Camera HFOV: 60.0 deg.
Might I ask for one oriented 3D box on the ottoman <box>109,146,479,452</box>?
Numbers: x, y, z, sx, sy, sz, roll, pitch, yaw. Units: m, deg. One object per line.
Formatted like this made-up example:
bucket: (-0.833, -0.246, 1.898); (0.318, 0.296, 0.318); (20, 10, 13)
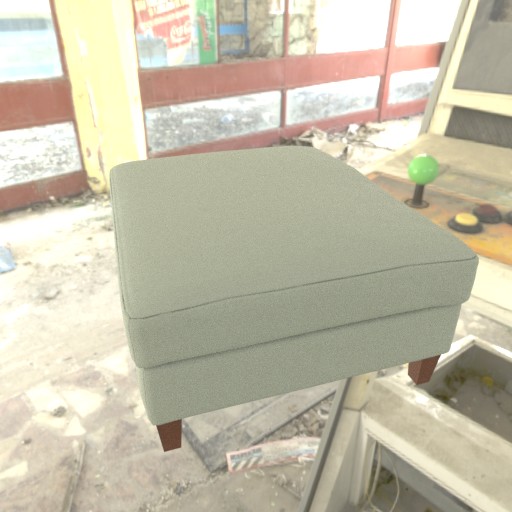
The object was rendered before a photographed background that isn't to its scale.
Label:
ottoman: (0.000, 0.000, 1.438); (0.842, 0.494, 0.991); (-9, 31, -15)
